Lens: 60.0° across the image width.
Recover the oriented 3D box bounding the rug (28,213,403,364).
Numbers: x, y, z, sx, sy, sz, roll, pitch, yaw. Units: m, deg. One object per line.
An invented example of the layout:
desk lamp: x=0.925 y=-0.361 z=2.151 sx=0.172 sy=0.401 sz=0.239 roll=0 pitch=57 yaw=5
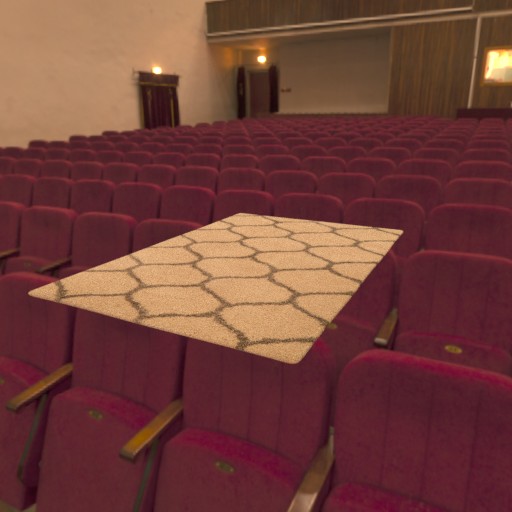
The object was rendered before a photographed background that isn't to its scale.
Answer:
rug: x=0.000 y=0.000 z=3.494 sx=1.801 sy=0.026 sz=2.701 roll=9 pitch=19 yaw=26
